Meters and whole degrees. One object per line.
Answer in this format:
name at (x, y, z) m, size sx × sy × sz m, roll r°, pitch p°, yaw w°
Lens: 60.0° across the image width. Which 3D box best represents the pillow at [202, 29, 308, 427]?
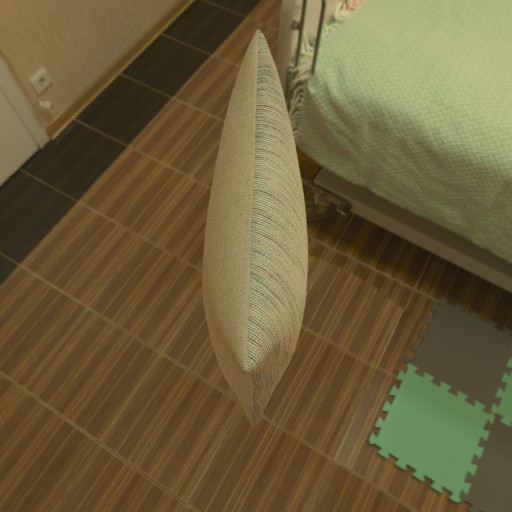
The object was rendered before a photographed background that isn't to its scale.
pillow at (0.000, 0.000, 0.769) m, size 0.178 × 0.506 × 0.512 m, roll 1°, pitch 64°, yaw 1°
